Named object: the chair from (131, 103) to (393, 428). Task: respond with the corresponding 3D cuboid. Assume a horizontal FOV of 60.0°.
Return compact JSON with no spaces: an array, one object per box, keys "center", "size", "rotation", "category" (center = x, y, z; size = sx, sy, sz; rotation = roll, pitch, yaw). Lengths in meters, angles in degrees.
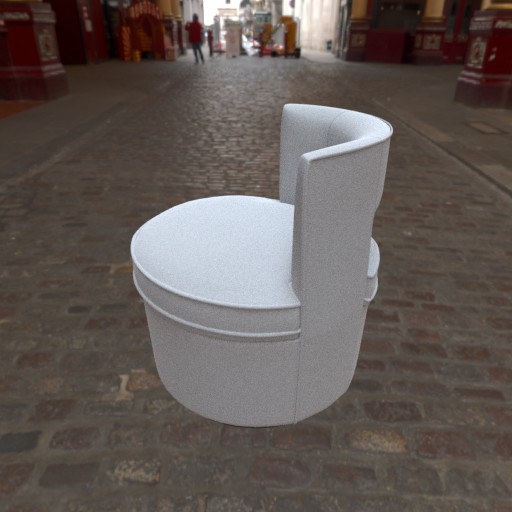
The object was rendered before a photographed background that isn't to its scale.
[{"center":[0.000,0.000,1.221],"size":[0.665,0.723,0.650],"rotation":[0,28,0],"category":"chair"}]
